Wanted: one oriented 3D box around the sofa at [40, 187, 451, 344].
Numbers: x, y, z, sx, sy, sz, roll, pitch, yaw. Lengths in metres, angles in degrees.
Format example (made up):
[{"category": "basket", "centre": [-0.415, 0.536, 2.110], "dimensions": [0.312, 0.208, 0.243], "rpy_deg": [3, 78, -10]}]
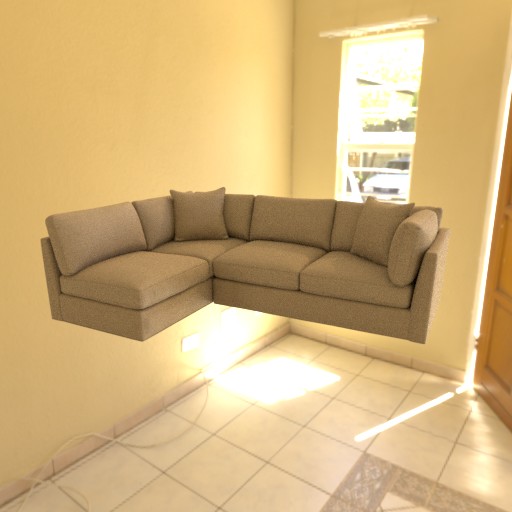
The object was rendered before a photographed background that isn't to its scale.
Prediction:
[{"category": "sofa", "centre": [0.000, 0.000, 3.798], "dimensions": [2.896, 0.978, 1.994], "rpy_deg": [7, 16, 26]}]
